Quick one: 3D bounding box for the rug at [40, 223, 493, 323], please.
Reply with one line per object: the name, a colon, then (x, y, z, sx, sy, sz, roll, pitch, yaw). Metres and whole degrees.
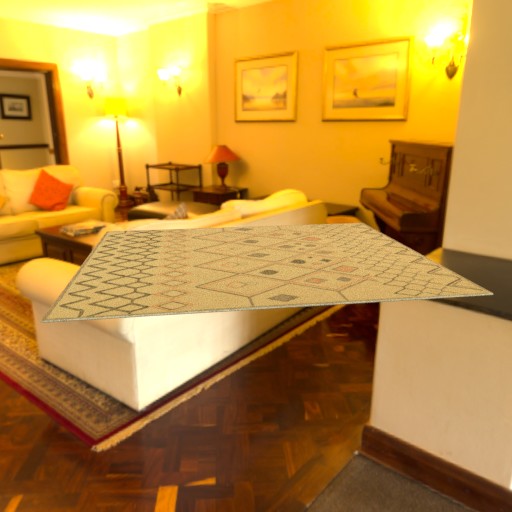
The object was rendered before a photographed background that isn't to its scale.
rug: (0.000, 0.000, 4.088, 3.050, 0.016, 2.441, -2, 17, -8)
